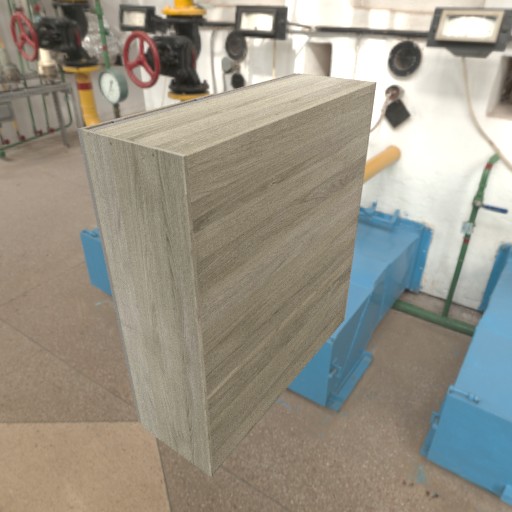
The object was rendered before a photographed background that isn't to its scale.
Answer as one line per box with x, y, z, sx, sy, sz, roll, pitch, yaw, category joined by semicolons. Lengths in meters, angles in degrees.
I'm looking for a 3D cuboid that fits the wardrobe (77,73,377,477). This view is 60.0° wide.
0.000;0.000;2.884;0.629;1.960;1.780;20;37;30;wardrobe
